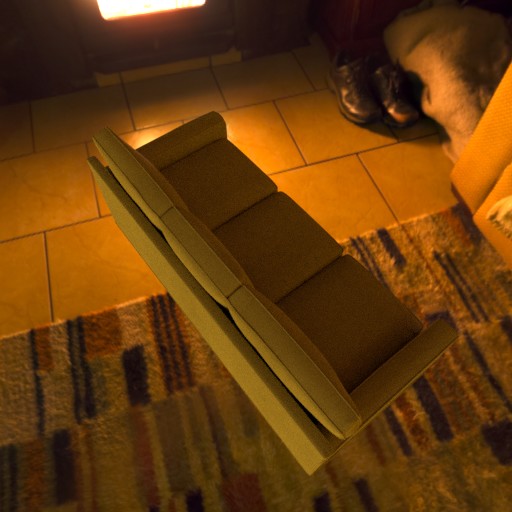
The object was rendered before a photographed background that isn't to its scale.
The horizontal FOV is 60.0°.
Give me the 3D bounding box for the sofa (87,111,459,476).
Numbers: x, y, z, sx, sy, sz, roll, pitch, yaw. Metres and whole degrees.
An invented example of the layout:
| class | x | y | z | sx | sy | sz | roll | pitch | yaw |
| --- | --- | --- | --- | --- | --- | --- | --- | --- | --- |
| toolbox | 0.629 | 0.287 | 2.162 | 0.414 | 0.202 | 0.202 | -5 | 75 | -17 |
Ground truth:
| class | x | y | z | sx | sy | sz | roll | pitch | yaw |
| --- | --- | --- | --- | --- | --- | --- | --- | --- | --- |
| sofa | 0.000 | 0.000 | 2.547 | 0.936 | 0.862 | 2.093 | -34 | 64 | -19 |
